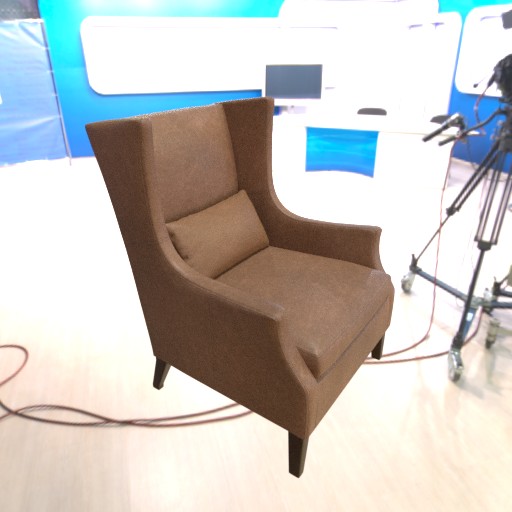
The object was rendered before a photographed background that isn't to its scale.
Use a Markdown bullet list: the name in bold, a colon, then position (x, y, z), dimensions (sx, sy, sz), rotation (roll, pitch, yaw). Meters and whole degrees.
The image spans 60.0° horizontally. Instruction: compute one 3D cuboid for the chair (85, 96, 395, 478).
- **chair**: position (0.000, 0.000, 1.715), dimensions (0.913, 1.088, 0.815), rotation (17, 30, 31)
